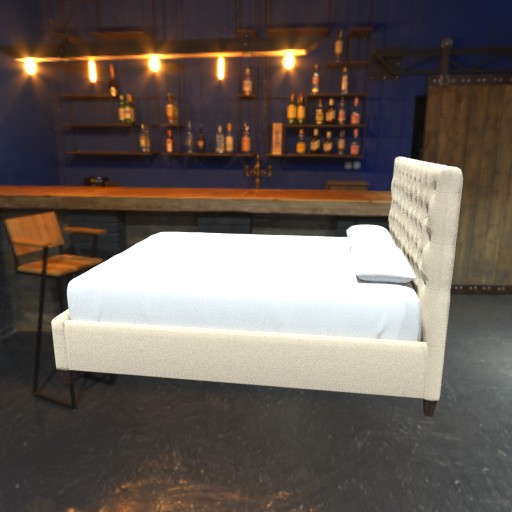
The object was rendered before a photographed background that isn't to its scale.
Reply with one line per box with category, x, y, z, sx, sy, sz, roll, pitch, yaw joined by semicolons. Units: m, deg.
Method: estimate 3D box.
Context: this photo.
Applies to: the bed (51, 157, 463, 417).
bed;0.000;0.000;3.353;2.387;1.427;1.698;2;15;9
